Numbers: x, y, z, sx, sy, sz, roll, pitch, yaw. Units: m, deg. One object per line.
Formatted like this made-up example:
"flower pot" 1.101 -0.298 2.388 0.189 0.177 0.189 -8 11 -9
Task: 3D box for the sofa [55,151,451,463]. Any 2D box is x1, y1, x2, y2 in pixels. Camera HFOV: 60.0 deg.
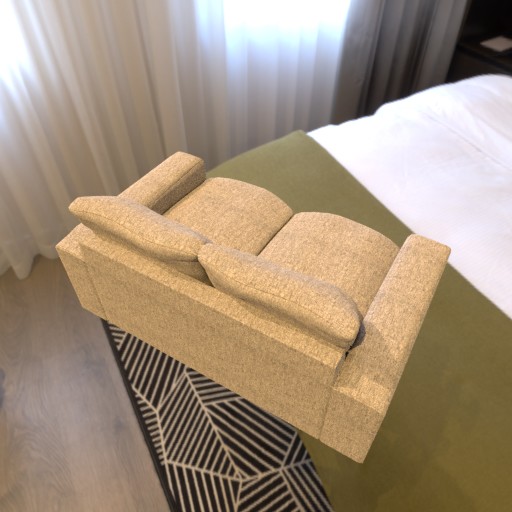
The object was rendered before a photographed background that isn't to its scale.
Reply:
"sofa" 0.000 0.000 2.348 1.758 0.877 1.094 23 50 21
